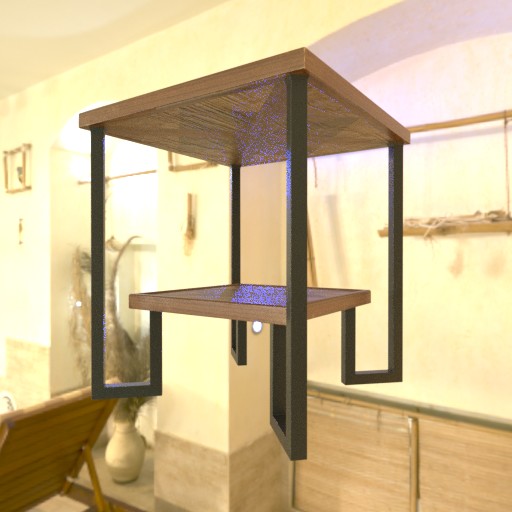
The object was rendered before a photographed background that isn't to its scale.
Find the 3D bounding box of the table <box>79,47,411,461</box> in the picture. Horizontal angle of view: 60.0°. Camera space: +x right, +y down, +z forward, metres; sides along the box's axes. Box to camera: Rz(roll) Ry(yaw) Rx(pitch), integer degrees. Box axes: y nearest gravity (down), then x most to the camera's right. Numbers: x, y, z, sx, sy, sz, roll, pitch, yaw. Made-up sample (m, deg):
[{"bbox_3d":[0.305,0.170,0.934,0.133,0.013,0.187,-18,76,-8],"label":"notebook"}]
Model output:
[{"bbox_3d":[0.000,0.000,0.938,0.503,0.563,0.503,0,1,34],"label":"table"}]
